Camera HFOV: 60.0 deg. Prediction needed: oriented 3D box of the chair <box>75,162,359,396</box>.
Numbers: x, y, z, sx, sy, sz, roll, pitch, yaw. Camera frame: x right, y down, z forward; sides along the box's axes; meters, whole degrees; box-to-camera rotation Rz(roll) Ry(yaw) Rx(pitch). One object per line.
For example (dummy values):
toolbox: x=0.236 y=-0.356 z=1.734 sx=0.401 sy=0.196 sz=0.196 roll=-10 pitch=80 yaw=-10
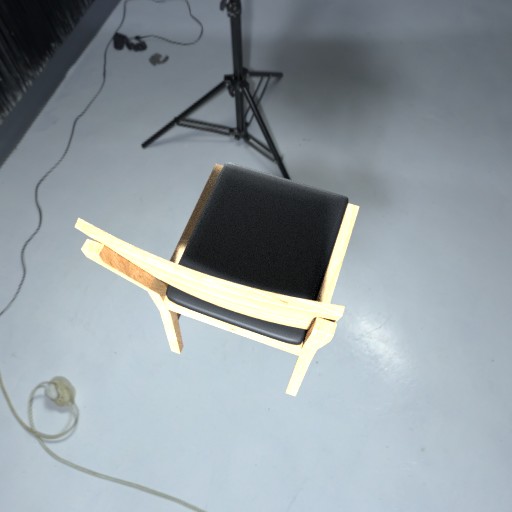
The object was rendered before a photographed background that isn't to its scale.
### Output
chair: x=0.000 y=0.000 z=1.260 sx=0.475 sy=0.950 sz=0.569 roll=18 pitch=66 yaw=8
